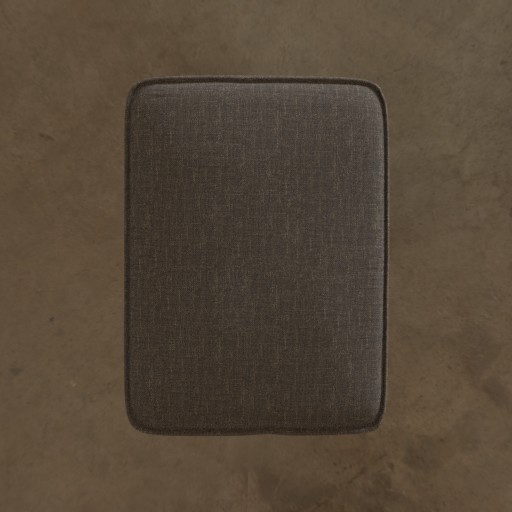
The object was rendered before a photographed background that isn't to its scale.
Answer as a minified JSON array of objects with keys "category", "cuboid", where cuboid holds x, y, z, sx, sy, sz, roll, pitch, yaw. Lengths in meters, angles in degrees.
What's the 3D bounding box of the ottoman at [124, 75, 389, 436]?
[{"category":"ottoman","cuboid":[0.000,0.000,1.093,0.549,0.450,0.749,0,90,0]}]
